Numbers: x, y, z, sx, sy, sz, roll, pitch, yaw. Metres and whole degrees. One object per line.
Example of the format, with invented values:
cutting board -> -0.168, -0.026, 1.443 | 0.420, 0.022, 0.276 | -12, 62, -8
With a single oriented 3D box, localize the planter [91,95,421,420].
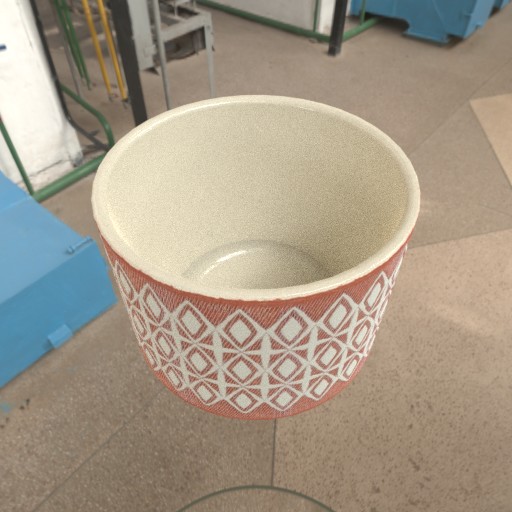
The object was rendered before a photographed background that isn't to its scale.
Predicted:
planter -> 0.000, 0.000, 0.319 | 0.192, 0.148, 0.192 | 0, 47, 0
